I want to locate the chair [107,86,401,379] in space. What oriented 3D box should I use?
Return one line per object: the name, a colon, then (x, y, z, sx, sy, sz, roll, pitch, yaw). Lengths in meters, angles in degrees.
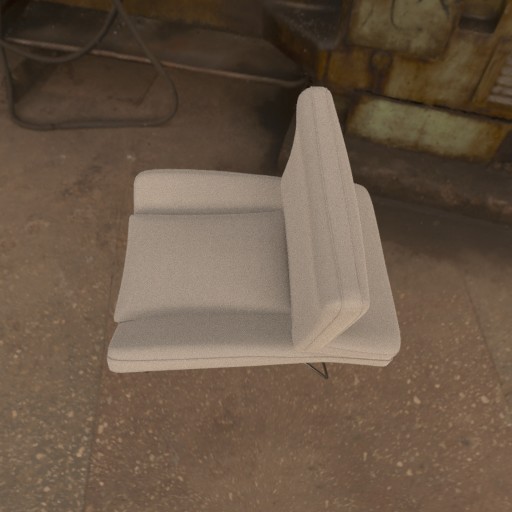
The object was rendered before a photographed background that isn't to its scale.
chair: (0.000, 0.000, 1.645, 1.008, 0.855, 0.859, -1, 58, -1)
